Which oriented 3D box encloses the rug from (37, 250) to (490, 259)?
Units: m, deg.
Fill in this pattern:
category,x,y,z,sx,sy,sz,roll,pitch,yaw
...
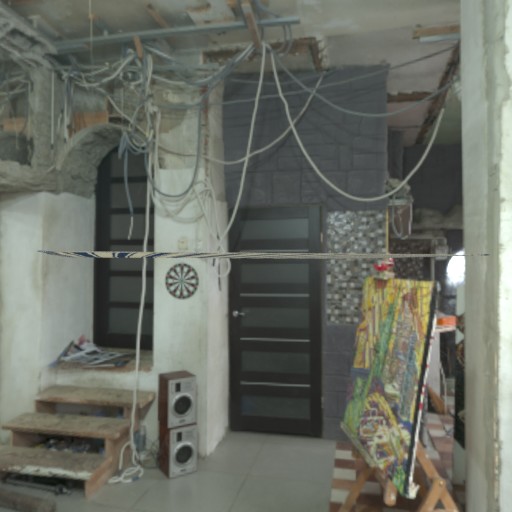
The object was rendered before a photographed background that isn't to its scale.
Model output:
category,x,y,z,sx,sy,sz,roll,pitch,yaw
rug,0.000,0.000,2.522,2.108,0.009,1.248,0,-1,-17
